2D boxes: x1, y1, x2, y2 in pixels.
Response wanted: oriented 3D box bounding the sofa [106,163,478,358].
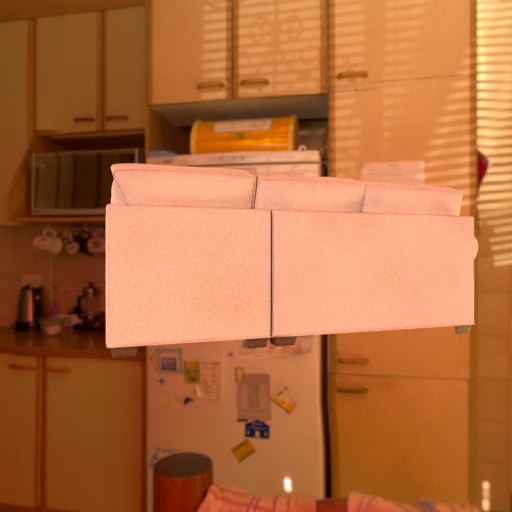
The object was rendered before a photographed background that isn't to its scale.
[{"bbox_3d":[0.000,0.000,3.880,2.487,1.053,2.562,0,0,-19],"label":"sofa"}]
